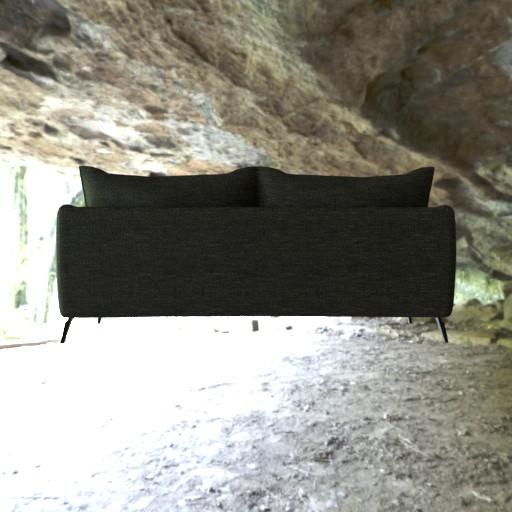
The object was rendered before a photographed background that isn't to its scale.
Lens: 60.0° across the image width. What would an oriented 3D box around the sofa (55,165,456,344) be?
[{"bbox_3d":[0.000,0.000,2.462,2.019,0.843,0.807,0,-1,-1],"label":"sofa"}]
